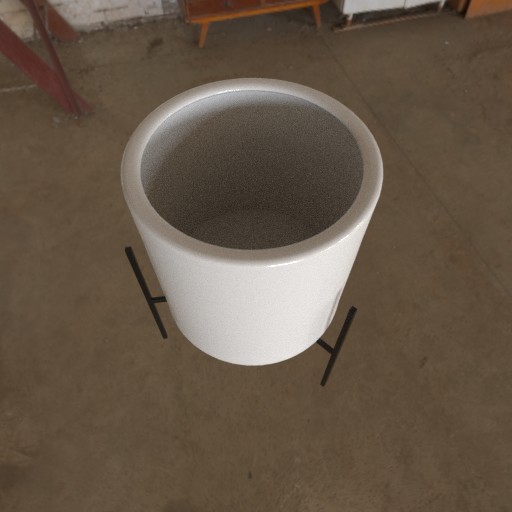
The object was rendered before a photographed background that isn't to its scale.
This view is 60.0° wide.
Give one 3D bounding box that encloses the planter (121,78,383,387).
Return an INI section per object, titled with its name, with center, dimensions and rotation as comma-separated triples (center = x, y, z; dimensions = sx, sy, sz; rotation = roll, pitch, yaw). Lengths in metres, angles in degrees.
[planter]
center = 0.000, 0.000, 0.661
dimensions = 0.307, 0.431, 0.308
rotation = 15, 58, 10
